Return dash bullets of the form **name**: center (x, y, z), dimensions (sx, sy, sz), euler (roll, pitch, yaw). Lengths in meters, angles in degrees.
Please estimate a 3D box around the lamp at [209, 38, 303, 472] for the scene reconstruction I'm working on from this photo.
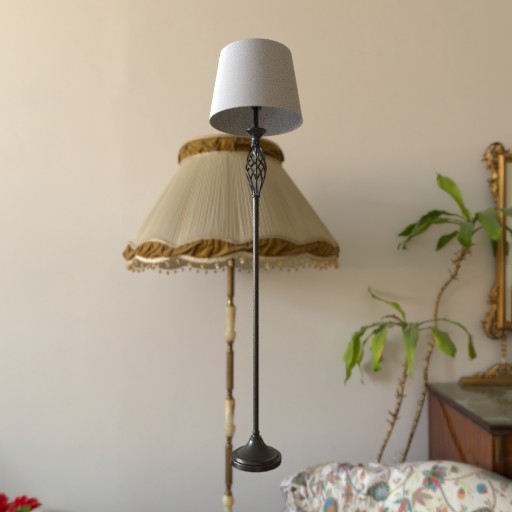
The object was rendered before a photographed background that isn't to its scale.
- **lamp**: center (0.000, 0.000, 1.779), dimensions (0.379, 1.623, 0.379), euler (0, -2, 0)
